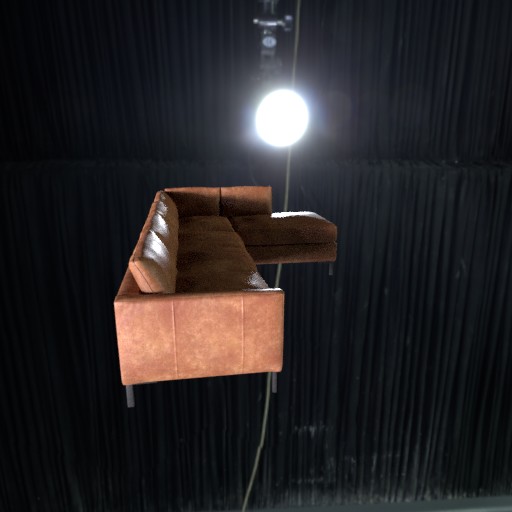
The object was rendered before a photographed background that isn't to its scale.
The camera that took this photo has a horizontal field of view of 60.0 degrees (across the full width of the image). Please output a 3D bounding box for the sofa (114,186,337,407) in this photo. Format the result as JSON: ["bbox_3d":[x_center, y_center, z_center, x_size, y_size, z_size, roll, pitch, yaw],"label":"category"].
[{"bbox_3d":[0.000,0.000,3.859,1.938,0.877,2.984,-3,16,-9],"label":"sofa"}]
